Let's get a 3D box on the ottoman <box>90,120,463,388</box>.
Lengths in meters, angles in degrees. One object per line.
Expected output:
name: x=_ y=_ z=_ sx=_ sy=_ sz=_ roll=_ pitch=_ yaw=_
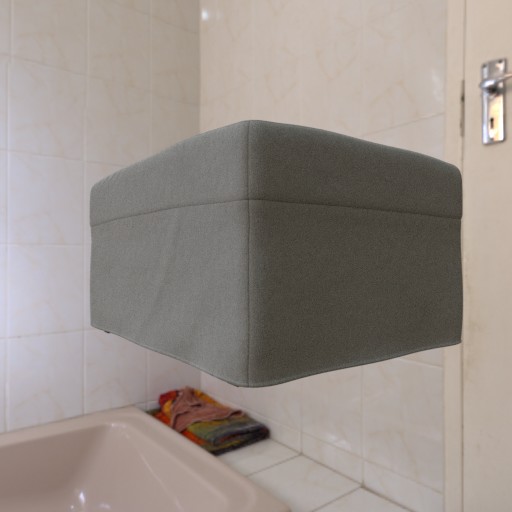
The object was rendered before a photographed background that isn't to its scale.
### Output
ottoman: x=0.000 y=0.000 z=1.196 sx=0.648 sy=0.461 sz=0.833 roll=0 pitch=0 yaw=-37
